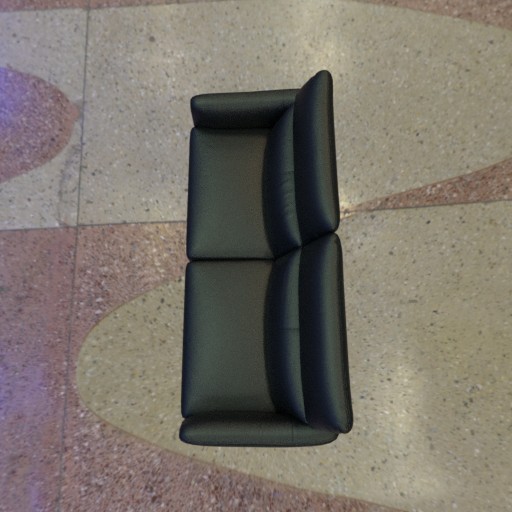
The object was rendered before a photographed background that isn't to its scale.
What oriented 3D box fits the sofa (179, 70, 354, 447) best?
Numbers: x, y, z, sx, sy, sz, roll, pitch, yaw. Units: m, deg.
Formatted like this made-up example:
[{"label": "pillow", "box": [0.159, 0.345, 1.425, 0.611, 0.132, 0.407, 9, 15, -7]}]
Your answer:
[{"label": "sofa", "box": [0.000, 0.000, 2.598, 0.856, 0.957, 2.069, 0, 75, 0]}]
